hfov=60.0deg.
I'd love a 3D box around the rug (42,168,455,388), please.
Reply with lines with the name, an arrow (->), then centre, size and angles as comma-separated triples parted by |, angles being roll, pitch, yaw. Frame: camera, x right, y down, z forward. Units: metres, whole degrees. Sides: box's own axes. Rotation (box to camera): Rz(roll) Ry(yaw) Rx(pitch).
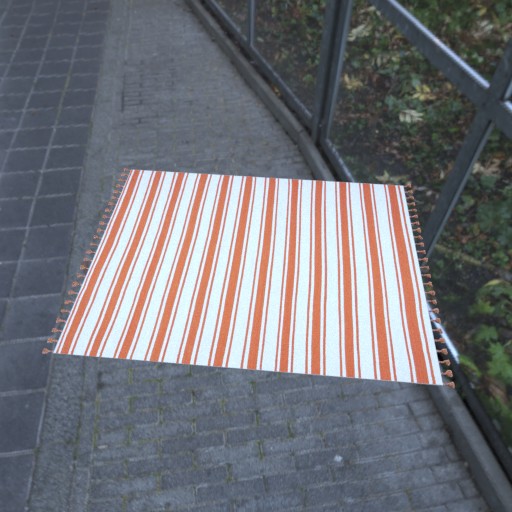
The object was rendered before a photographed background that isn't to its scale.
rug -> 0.000, 0.000, 4.379 | 3.369, 0.035, 2.451 | 4, 50, 3
